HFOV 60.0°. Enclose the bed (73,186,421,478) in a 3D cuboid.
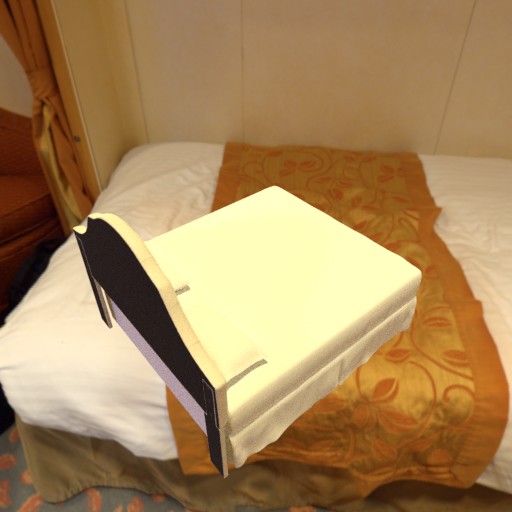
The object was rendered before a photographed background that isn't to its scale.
[{"bbox_3d":[0.000,0.000,3.697,2.214,1.615,2.008,-28,47,-30],"label":"bed"}]
